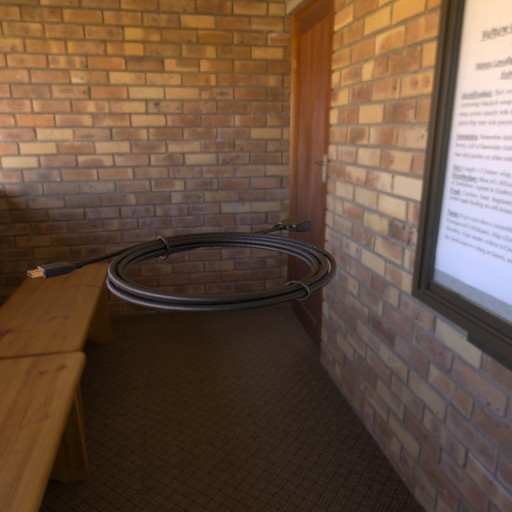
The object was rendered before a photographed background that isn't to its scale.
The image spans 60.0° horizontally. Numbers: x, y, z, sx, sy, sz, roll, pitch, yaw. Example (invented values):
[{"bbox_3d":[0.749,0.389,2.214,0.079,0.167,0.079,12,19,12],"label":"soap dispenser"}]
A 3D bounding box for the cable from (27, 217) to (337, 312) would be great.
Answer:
[{"bbox_3d":[0.000,0.000,0.508,0.422,0.030,0.257,-15,21,-42],"label":"cable"}]
